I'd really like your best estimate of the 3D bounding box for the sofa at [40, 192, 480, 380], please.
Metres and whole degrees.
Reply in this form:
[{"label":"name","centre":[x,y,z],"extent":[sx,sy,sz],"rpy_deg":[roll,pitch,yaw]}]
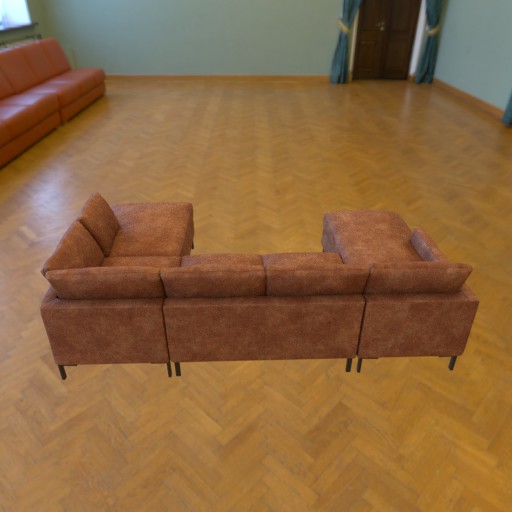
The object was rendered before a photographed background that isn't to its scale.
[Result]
[{"label":"sofa","centre":[0.000,0.000,3.833],"extent":[2.956,0.900,1.939],"rpy_deg":[-1,31,-2]}]
